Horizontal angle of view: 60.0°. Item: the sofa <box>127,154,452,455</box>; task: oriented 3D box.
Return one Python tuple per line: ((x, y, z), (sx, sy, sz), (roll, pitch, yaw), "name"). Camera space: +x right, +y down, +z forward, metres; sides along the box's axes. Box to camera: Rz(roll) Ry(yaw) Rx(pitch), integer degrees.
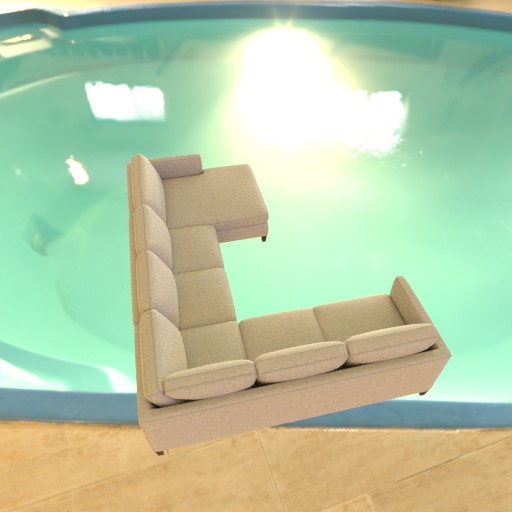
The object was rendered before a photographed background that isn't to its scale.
((0.000, 0.000, 4.709), (2.551, 0.889, 3.403), (-9, 47, -9), "sofa")
